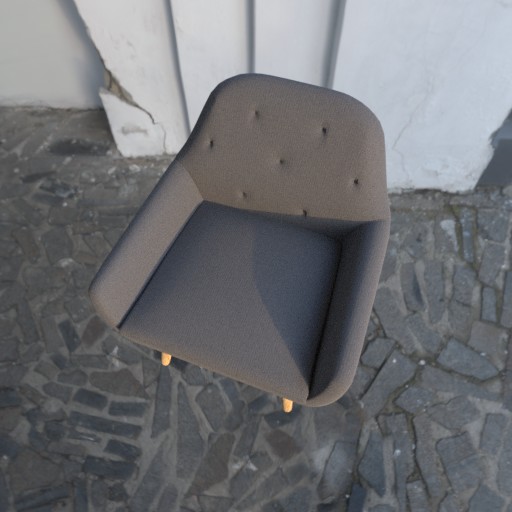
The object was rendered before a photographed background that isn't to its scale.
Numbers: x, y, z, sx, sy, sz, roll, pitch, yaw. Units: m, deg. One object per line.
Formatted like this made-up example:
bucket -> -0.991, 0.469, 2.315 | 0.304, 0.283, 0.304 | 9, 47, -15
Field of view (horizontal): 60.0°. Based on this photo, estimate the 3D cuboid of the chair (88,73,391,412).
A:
chair -> 0.000, 0.000, 1.441 | 0.770, 0.800, 0.779 | 18, 59, 11
